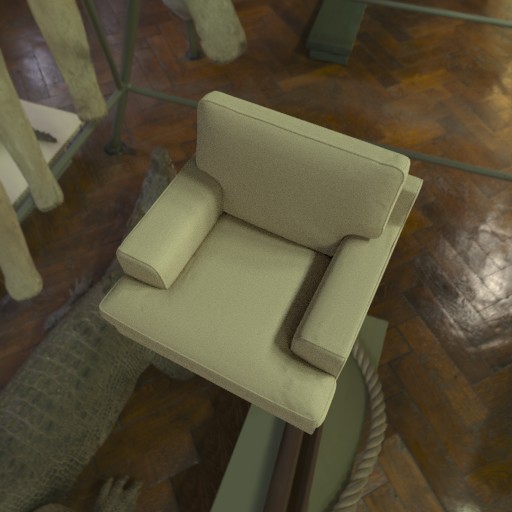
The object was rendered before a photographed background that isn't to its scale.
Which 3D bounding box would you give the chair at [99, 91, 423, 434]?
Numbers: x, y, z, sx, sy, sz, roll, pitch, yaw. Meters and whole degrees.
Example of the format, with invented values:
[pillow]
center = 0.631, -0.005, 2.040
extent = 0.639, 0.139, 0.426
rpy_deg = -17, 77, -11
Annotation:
[chair]
center = 0.000, 0.000, 2.160
extent = 1.293, 1.005, 1.274
rpy_deg = 17, 59, 10
